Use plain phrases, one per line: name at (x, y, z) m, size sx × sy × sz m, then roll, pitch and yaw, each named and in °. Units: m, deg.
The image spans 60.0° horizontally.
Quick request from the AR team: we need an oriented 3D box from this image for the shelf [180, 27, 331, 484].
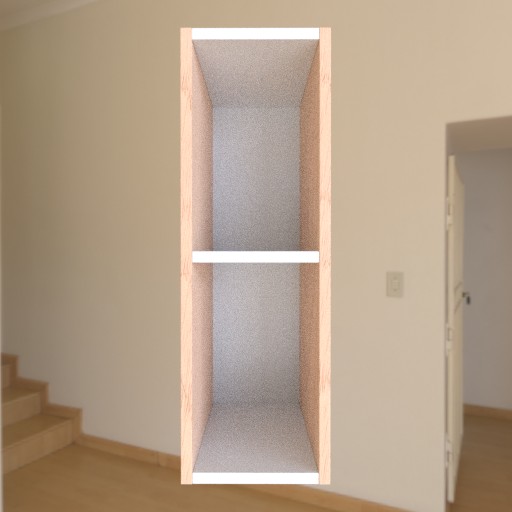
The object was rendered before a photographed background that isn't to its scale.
shelf at (0.000, 0.000, 0.727) m, size 0.200 × 0.600 × 0.290 m, roll 0°, pitch 0°, yaw 0°
